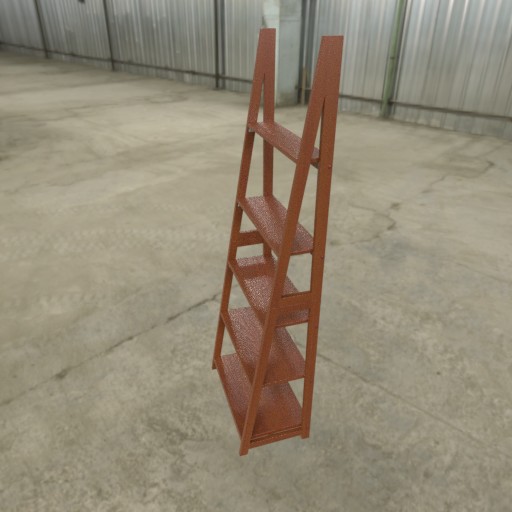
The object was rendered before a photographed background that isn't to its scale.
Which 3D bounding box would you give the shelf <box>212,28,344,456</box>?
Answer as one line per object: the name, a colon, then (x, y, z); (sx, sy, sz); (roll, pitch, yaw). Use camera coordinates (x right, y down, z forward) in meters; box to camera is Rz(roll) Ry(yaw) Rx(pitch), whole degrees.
shelf: (0.000, 0.000, 1.971); (0.356, 1.780, 0.630); (-9, 30, -15)
